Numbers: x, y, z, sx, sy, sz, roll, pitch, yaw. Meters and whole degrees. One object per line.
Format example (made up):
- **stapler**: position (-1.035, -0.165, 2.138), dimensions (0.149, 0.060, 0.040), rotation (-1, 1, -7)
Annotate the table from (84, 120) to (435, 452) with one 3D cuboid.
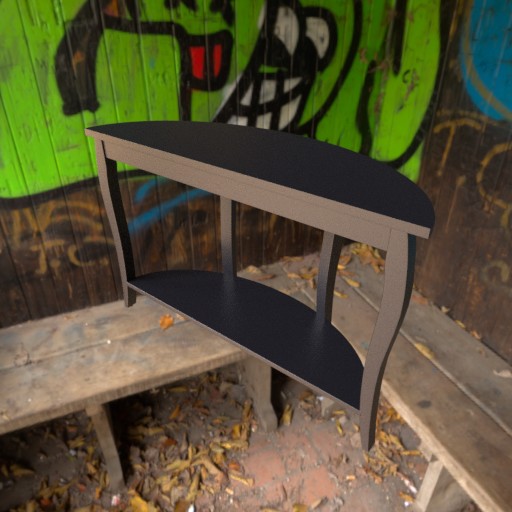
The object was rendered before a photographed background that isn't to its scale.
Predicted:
- **table**: position (0.000, 0.000, 1.570), dimensions (1.219, 0.780, 0.394), rotation (22, 38, 32)
